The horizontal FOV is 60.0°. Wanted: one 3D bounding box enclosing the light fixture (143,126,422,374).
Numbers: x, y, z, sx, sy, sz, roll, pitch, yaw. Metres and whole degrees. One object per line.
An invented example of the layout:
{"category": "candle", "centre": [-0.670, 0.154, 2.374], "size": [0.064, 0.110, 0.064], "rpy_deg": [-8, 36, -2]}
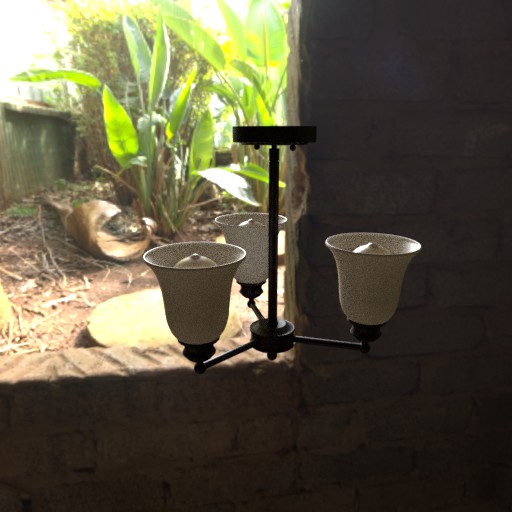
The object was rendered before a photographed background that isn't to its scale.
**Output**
{"category": "light fixture", "centre": [0.000, 0.000, 0.658], "size": [0.354, 0.370, 0.388], "rpy_deg": [-14, 21, -42]}
